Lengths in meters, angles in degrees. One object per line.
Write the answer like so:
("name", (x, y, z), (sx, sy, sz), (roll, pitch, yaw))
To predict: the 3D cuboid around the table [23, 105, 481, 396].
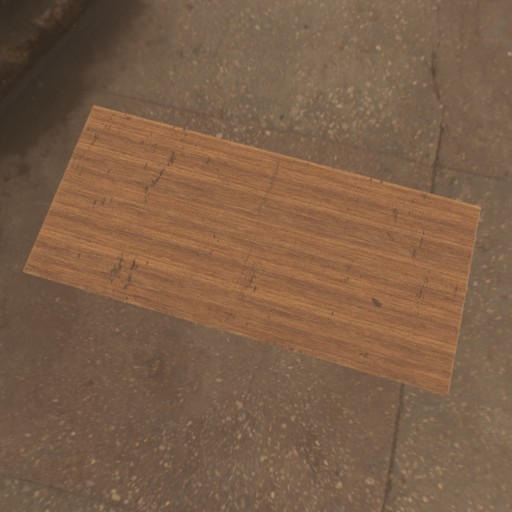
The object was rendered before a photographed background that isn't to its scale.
("table", (0.000, 0.000, 2.675), (2.200, 0.757, 1.000), (16, 76, 4))
